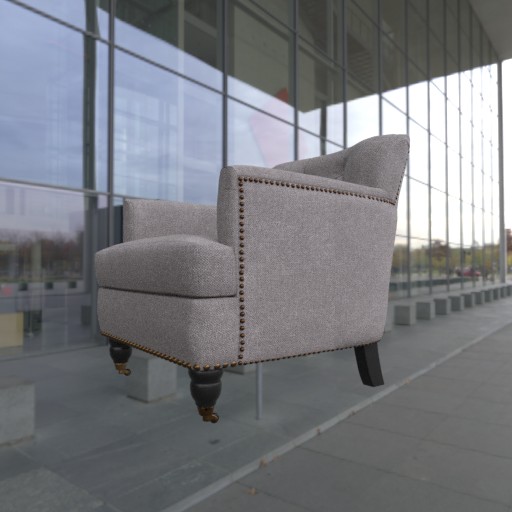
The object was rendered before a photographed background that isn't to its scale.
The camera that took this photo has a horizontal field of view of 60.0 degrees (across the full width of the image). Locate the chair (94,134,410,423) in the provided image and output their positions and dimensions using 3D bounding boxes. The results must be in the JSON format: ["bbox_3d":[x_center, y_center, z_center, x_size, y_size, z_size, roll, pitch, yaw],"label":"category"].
[{"bbox_3d":[0.000,0.000,1.503,0.902,0.823,0.737,1,-2,-36],"label":"chair"}]
